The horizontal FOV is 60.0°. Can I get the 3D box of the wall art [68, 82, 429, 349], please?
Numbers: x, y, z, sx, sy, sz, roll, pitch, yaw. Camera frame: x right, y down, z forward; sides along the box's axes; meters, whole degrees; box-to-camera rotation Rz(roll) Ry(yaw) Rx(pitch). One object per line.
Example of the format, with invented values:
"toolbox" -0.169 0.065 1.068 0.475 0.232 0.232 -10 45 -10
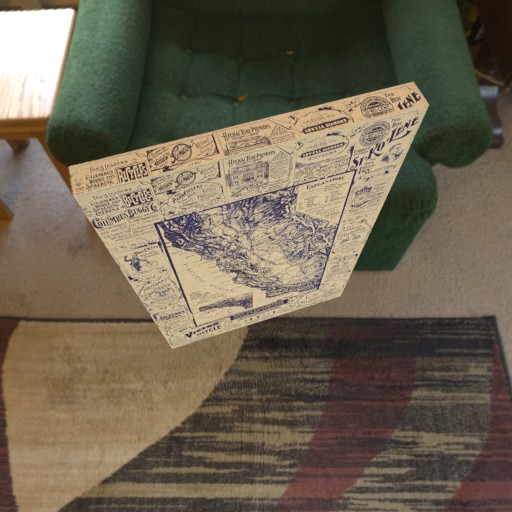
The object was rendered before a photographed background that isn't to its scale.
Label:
"wall art" 0.000 0.000 0.759 0.408 0.601 0.040 -16 64 -8
